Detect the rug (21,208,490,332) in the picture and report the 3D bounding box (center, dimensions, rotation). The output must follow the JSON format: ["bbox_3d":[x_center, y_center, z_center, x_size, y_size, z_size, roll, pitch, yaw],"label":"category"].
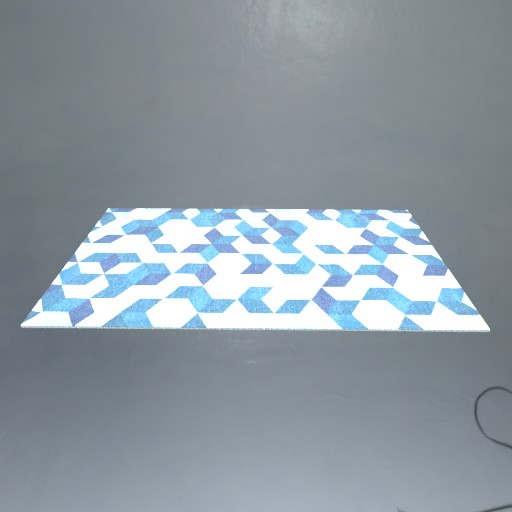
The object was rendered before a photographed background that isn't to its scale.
[{"bbox_3d":[0.000,0.000,2.956,2.438,0.015,1.518,0,30,1],"label":"rug"}]
